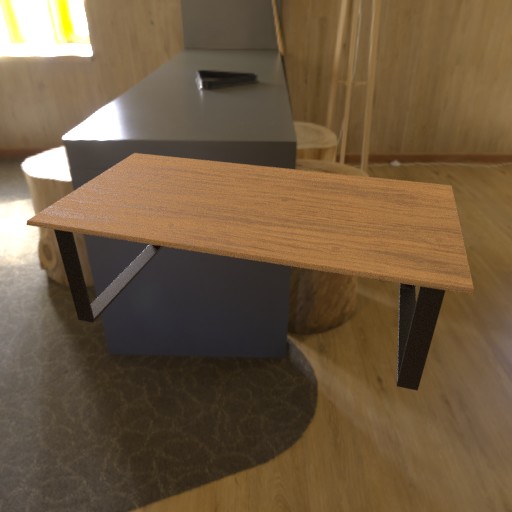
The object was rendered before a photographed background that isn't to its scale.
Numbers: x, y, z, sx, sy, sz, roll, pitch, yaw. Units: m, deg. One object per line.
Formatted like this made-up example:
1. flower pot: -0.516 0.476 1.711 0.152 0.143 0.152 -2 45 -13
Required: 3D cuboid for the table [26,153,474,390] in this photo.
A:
1. table: 0.000 0.000 1.655 1.331 0.445 0.693 9 33 14
